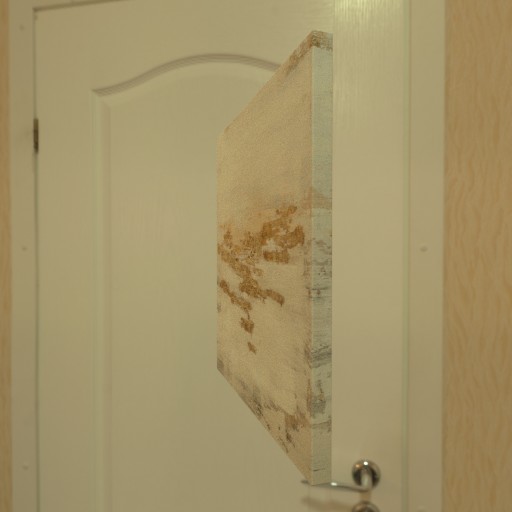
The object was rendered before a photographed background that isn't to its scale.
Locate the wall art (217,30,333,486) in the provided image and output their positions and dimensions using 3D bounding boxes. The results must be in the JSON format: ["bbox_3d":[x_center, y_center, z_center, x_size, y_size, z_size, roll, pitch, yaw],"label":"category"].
[{"bbox_3d":[0.000,0.000,1.097,0.038,0.755,0.753,0,1,-17],"label":"wall art"}]
